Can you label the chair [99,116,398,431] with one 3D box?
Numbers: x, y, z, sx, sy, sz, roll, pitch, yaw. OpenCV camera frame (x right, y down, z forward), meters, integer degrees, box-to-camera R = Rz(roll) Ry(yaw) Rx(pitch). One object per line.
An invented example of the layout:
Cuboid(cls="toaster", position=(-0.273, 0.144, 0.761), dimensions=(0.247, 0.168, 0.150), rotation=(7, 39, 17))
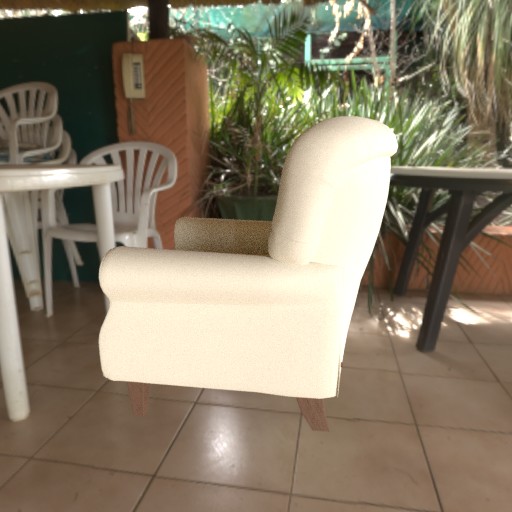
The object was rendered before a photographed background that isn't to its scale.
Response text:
Cuboid(cls="chair", position=(0.000, 0.000, 1.994), dimensions=(1.132, 1.169, 1.035), rotation=(2, 13, 8))
